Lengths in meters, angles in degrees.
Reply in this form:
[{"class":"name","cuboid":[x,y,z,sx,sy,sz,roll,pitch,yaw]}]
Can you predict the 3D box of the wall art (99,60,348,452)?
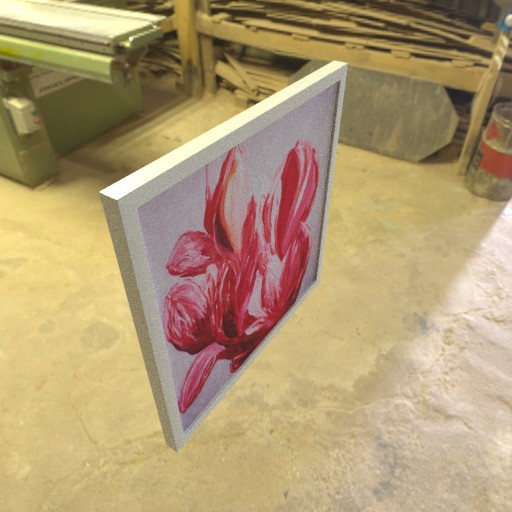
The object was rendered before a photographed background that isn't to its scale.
[{"class":"wall art","cuboid":[0.000,0.000,0.674,0.023,0.453,0.455,24,46,26]}]
